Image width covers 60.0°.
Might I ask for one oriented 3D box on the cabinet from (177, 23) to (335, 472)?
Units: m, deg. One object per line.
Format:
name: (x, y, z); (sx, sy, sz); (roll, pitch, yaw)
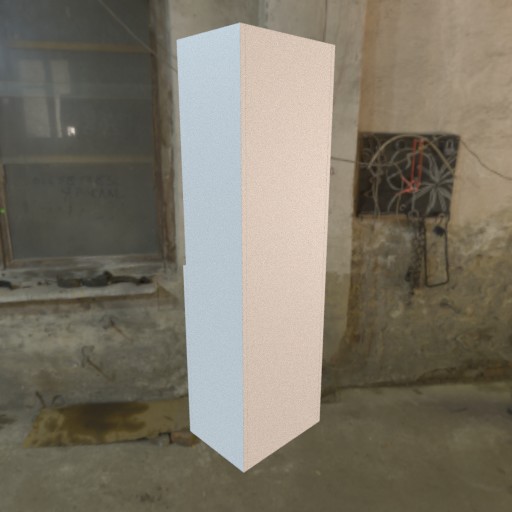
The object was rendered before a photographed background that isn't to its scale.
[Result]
cabinet: (0.000, 0.000, 1.531); (0.400, 1.350, 0.300); (-14, 20, -42)
